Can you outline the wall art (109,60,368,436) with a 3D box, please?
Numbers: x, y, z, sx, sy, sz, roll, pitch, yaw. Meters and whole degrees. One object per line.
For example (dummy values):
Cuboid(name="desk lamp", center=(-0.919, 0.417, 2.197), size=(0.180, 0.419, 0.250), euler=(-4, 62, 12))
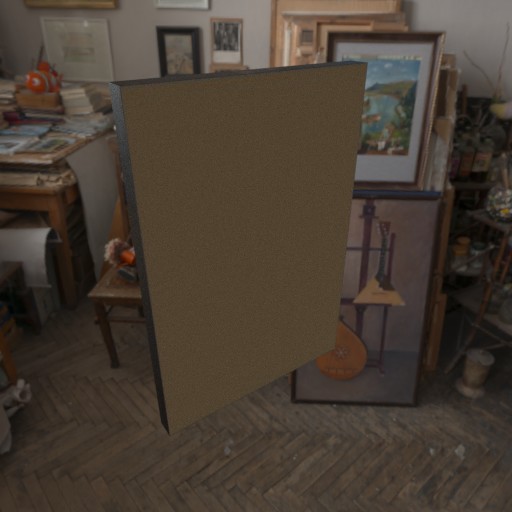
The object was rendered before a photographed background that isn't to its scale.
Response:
Cuboid(name="wall art", center=(0.000, 0.000, 0.589), size=(0.313, 0.457, 0.031), euler=(-19, 35, -30))
